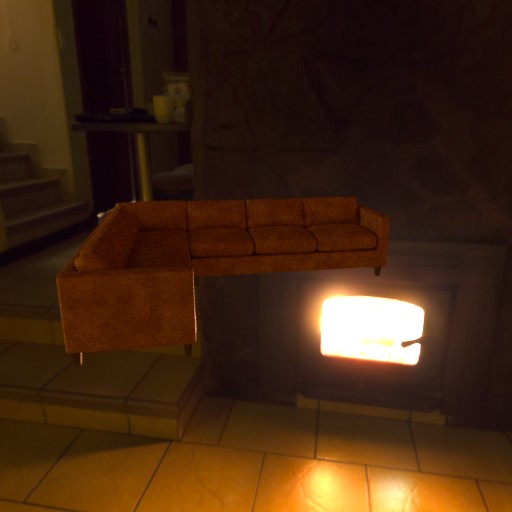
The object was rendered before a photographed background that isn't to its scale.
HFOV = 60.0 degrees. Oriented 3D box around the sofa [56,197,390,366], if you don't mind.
[{"bbox_3d":[0.000,0.000,4.459,3.150,0.838,2.438,-3,17,-9],"label":"sofa"}]
